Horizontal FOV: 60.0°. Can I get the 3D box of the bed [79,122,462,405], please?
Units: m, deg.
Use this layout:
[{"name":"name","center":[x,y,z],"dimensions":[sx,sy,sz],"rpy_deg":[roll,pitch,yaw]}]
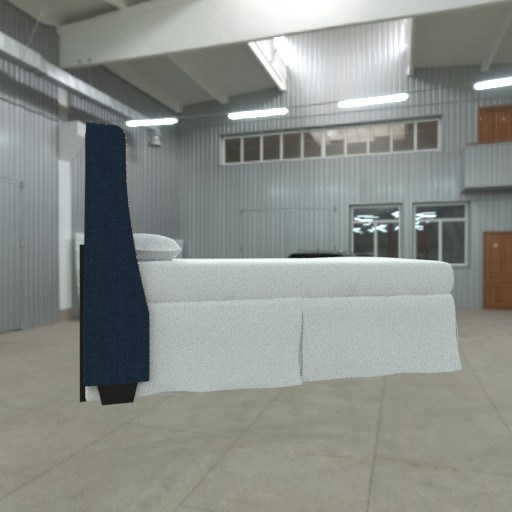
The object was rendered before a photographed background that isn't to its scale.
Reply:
[{"name":"bed","center":[0.000,0.000,3.130],"dimensions":[2.223,1.402,1.604],"rpy_deg":[0,0,-17]}]
